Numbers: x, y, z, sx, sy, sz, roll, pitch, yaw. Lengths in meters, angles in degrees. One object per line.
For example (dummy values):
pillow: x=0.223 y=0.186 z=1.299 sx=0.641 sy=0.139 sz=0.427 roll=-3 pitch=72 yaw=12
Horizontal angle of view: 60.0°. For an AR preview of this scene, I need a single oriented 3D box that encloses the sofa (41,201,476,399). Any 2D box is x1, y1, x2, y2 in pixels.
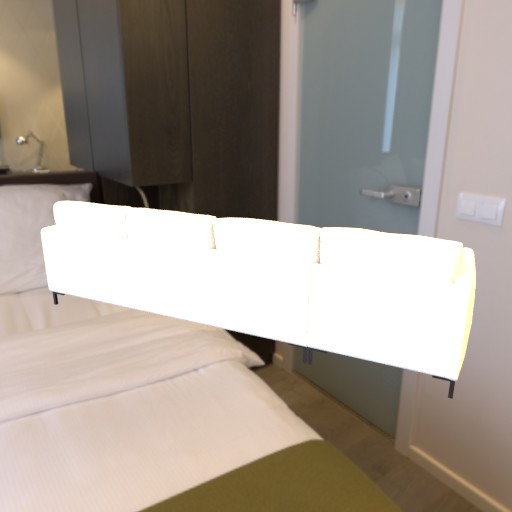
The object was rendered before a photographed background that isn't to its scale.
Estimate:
sofa: x=0.000 y=0.000 z=3.575 sx=3.186 sy=0.875 sz=1.467 roll=8 pitch=18 yaw=24
